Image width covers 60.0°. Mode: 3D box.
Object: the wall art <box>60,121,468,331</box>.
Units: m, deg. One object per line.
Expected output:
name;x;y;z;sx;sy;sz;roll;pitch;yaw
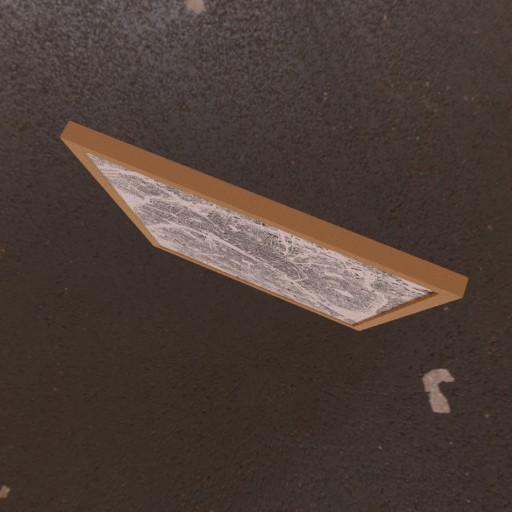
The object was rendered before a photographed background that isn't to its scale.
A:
wall art;0.000;0.000;1.146;0.761;0.761;0.037;22;77;5
